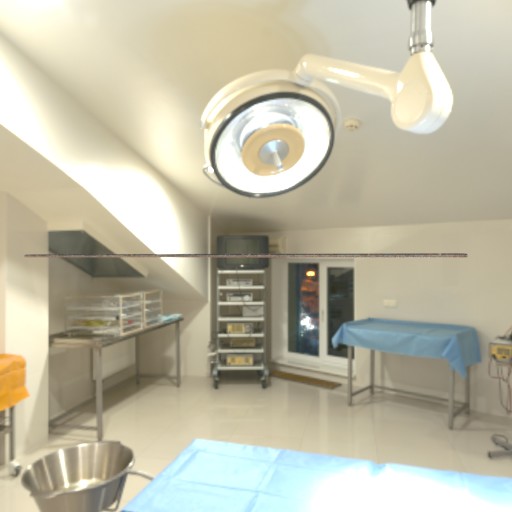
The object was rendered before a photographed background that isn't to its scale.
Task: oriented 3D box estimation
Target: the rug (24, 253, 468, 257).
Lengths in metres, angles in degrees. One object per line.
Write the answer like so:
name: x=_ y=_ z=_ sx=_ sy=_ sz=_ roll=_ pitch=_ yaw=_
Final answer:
rug: x=0.000 y=0.000 z=3.014 sx=2.449 sy=0.018 sz=1.539 roll=0 pitch=0 yaw=19
